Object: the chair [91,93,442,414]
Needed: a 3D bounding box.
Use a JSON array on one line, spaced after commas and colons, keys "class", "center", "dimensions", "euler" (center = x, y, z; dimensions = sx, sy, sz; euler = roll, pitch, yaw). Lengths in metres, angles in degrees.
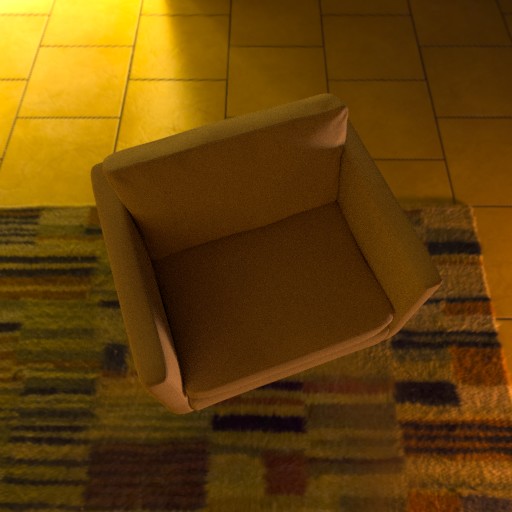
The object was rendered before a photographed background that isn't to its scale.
[{"class": "chair", "center": [0.000, 0.000, 1.881], "dimensions": [1.107, 0.961, 0.959], "euler": [-18, 65, -9]}]
